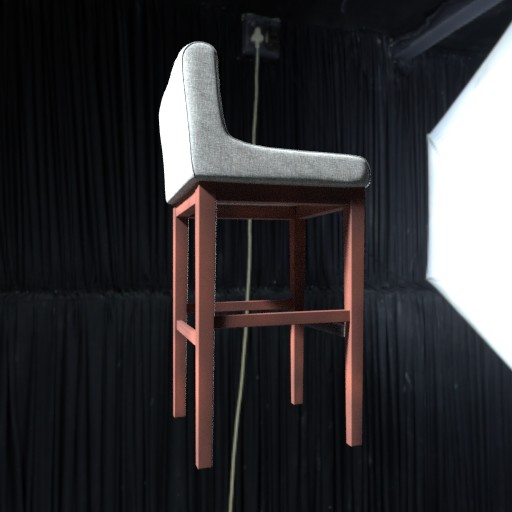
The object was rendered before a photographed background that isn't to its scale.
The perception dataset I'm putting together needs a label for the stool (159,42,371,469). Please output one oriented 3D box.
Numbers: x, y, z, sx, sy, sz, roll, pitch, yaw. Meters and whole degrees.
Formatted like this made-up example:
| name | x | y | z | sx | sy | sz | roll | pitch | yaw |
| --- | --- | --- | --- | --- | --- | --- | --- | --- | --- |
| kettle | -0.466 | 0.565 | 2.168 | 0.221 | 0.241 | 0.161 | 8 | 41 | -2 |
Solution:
| name | x | y | z | sx | sy | sz | roll | pitch | yaw |
| --- | --- | --- | --- | --- | --- | --- | --- | --- | --- |
| stool | 0.000 | 0.000 | 1.244 | 0.499 | 0.965 | 0.426 | 0 | -1 | -19 |
